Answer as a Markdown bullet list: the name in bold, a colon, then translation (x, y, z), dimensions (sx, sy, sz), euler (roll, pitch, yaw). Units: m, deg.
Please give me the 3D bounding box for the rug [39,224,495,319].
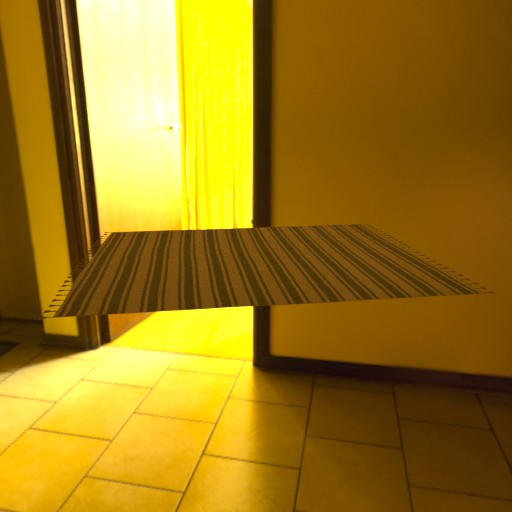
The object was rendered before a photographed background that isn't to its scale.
- **rug**: translation (0.000, 0.000, 4.167), dimensions (3.201, 0.005, 2.439), euler (-2, 16, -8)
